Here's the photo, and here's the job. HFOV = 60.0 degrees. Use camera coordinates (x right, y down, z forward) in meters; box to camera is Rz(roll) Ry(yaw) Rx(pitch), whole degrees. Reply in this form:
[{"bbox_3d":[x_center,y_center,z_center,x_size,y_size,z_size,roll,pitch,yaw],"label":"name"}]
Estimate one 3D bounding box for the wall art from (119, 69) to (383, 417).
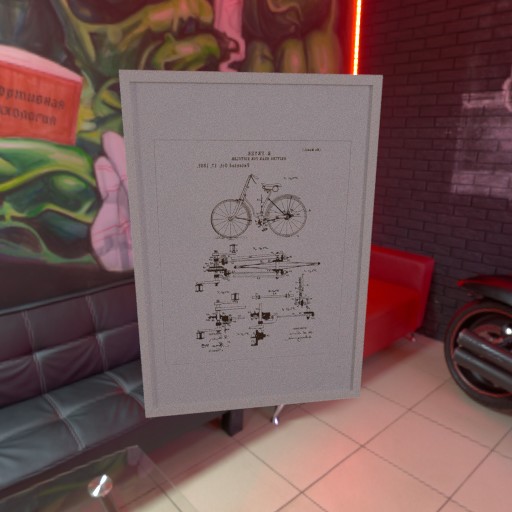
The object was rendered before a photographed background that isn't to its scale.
[{"bbox_3d":[0.000,0.000,0.622,0.332,0.477,0.015,-2,16,-9],"label":"wall art"}]
